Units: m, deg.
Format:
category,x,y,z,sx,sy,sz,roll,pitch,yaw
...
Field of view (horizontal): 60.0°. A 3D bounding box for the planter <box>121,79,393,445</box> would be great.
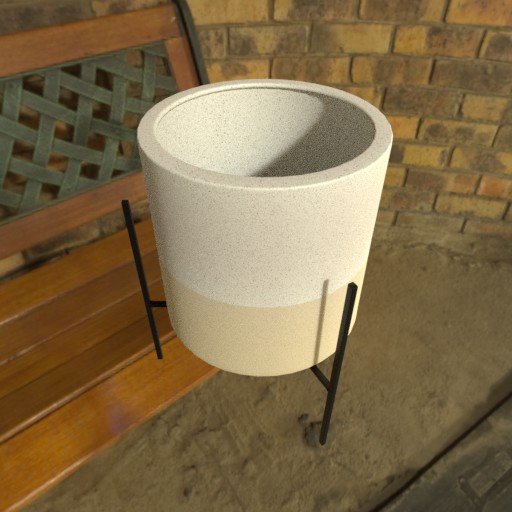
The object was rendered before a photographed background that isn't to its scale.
category,x,y,z,sx,sy,sz,roll,pitch,yaw
planter,0.000,0.000,0.545,0.263,0.362,0.267,12,42,13
